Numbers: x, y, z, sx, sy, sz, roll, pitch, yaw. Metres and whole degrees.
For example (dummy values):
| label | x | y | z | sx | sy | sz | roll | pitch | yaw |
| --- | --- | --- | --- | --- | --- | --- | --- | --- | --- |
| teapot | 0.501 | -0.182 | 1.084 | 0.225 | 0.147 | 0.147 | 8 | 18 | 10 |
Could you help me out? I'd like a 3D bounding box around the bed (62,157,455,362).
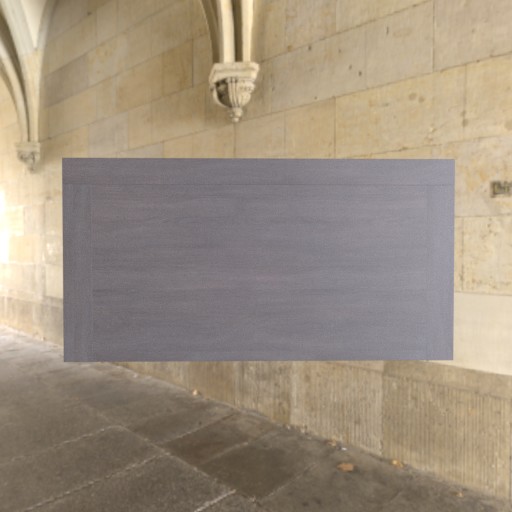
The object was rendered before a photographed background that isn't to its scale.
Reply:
| label | x | y | z | sx | sy | sz | roll | pitch | yaw |
| --- | --- | --- | --- | --- | --- | --- | --- | --- | --- |
| bed | 0.000 | 0.000 | 2.823 | 1.585 | 0.823 | 2.073 | 0 | 1 | -1 |
